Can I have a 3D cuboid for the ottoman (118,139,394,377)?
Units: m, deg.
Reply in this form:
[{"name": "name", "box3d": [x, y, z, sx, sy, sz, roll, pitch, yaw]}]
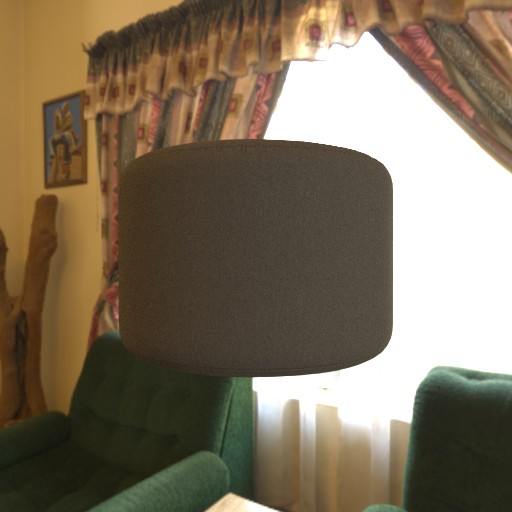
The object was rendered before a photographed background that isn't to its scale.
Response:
[{"name": "ottoman", "box3d": [0.000, 0.000, 1.025, 0.608, 0.433, 0.608, 0, 0, 0]}]
